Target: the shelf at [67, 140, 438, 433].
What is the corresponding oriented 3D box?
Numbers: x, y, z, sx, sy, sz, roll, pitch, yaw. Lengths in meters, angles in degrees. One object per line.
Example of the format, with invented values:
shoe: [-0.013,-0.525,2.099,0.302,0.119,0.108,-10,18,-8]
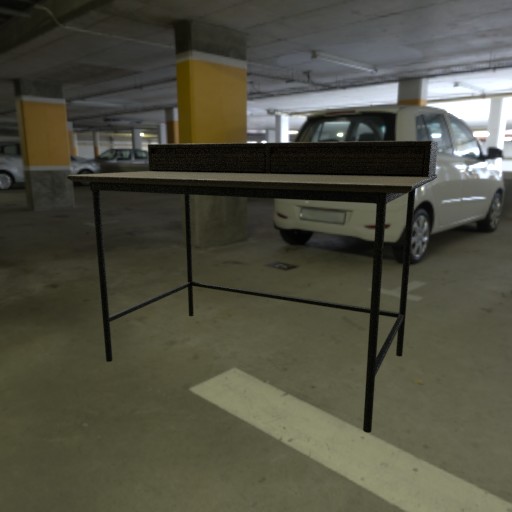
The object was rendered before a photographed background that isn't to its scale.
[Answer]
shelf: [0.000,0.000,1.735,1.212,0.865,0.685,6,14,26]
